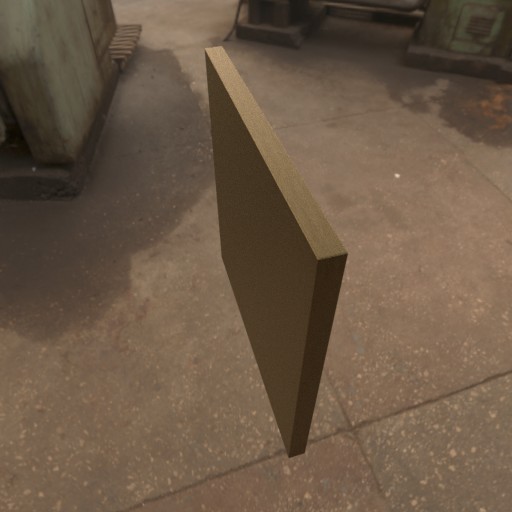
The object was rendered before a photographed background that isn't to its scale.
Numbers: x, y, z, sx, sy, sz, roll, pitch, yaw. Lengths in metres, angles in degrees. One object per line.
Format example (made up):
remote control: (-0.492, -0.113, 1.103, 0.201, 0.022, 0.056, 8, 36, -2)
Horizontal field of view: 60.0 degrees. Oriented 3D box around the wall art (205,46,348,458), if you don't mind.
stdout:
wall art: (0.000, 0.000, 0.757, 0.031, 0.506, 0.503, -12, 48, -11)
